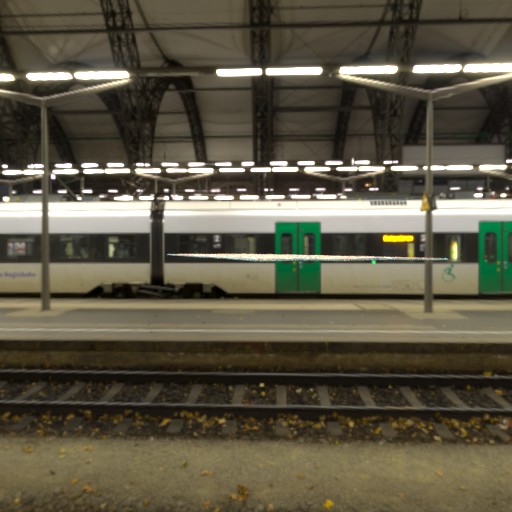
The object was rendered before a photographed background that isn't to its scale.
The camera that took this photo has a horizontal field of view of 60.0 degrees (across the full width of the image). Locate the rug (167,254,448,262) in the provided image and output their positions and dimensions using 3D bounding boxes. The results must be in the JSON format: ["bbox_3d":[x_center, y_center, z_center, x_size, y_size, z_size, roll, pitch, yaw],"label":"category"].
[{"bbox_3d":[0.000,0.000,2.791,0.801,0.010,2.459,0,1,-19],"label":"rug"}]
